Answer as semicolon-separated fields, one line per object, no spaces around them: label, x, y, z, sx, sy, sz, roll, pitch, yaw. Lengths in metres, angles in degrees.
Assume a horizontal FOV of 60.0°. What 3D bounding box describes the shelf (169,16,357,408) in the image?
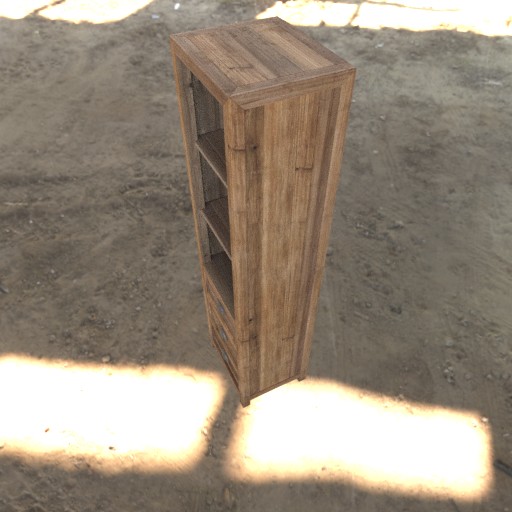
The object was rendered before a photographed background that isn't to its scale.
shelf;0.000;0.000;2.101;0.428;1.900;0.500;-20;49;-18
